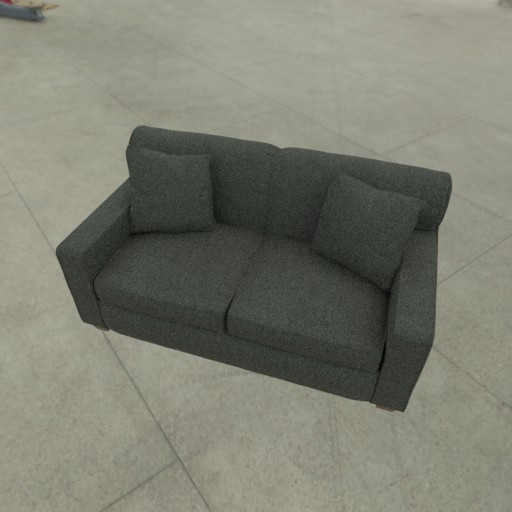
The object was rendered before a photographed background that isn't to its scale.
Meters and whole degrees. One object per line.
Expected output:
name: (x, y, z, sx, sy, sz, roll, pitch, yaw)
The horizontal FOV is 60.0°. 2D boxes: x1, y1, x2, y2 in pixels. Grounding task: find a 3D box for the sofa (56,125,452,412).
sofa: (0.000, 0.000, 2.442, 1.846, 0.958, 0.998, 12, 42, 14)
